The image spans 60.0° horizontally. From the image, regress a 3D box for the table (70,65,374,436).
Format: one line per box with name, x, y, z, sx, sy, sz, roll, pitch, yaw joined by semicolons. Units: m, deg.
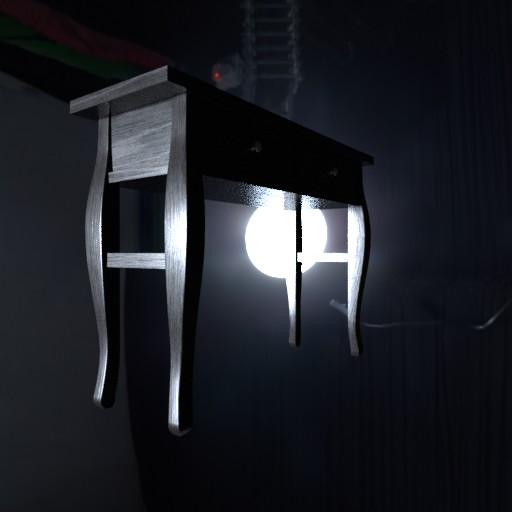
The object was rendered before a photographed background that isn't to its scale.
table;0.000;0.000;1.417;0.373;0.768;1.062;0;1;37
